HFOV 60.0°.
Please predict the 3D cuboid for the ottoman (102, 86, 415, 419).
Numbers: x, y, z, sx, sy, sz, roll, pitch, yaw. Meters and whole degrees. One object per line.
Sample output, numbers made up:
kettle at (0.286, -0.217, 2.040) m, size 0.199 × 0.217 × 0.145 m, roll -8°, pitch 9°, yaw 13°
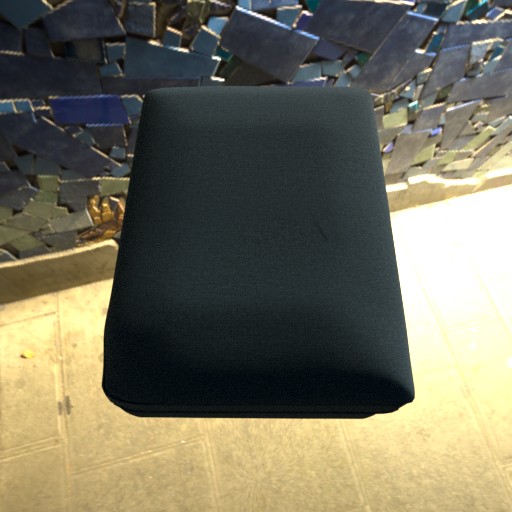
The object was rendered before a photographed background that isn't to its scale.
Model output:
ottoman at (0.000, 0.000, 1.203) m, size 0.629 × 0.503 × 0.835 m, roll 0°, pitch 63°, yaw 0°
